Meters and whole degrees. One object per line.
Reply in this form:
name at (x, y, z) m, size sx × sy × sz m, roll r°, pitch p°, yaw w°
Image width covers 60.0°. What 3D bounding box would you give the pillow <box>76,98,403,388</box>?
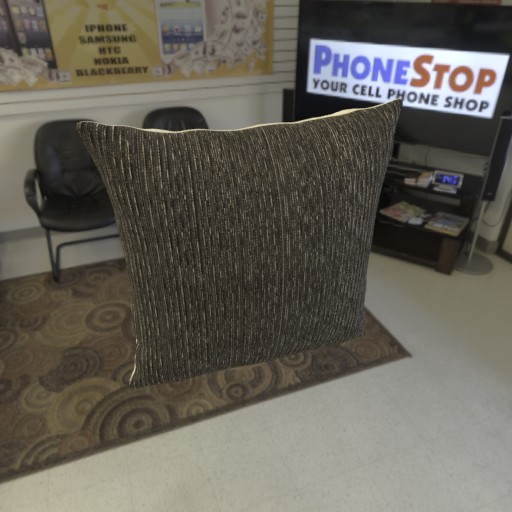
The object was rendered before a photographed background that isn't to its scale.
pillow at (0.000, 0.000, 0.671) m, size 0.433 × 0.434 × 0.196 m, roll -9°, pitch 33°, yaw -15°
